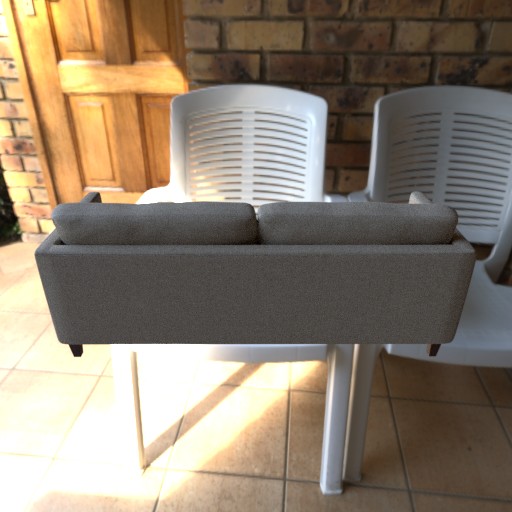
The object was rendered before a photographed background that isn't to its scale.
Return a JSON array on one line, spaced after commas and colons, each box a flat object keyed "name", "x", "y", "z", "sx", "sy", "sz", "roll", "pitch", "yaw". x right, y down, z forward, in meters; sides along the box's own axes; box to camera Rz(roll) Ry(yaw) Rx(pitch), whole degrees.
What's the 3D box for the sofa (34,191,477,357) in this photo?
[{"name": "sofa", "x": 0.000, "y": 0.000, "z": 2.924, "sx": 2.434, "sy": 0.965, "sz": 0.951, "roll": 0, "pitch": 29, "yaw": 0}]
